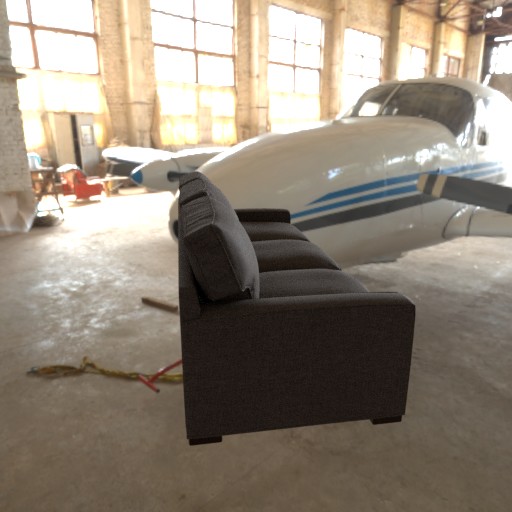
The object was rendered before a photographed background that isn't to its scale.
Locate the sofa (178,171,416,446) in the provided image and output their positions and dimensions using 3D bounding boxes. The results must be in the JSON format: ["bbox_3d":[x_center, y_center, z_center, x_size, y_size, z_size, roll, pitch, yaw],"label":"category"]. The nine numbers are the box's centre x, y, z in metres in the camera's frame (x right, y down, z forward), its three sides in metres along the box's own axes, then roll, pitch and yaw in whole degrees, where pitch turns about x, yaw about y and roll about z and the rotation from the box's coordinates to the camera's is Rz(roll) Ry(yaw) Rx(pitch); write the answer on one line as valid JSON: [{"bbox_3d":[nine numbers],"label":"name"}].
[{"bbox_3d":[0.000,0.000,2.935,1.004,0.978,2.369,-3,16,-9],"label":"sofa"}]
